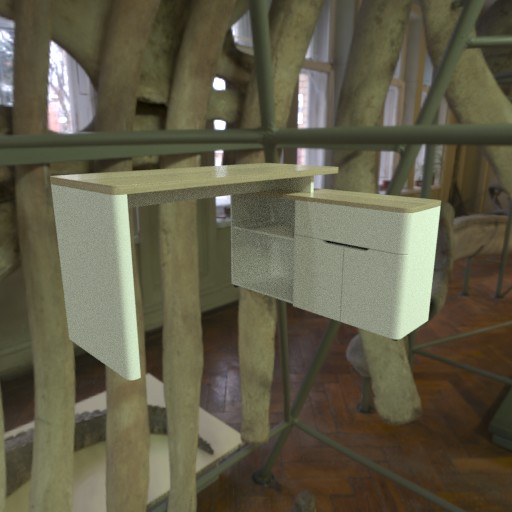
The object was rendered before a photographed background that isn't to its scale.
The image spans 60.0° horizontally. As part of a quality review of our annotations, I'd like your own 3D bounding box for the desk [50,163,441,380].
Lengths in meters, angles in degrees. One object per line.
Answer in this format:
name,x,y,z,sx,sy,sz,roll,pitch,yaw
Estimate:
desk,0.000,0.000,2.120,1.175,0.770,1.400,14,21,42
